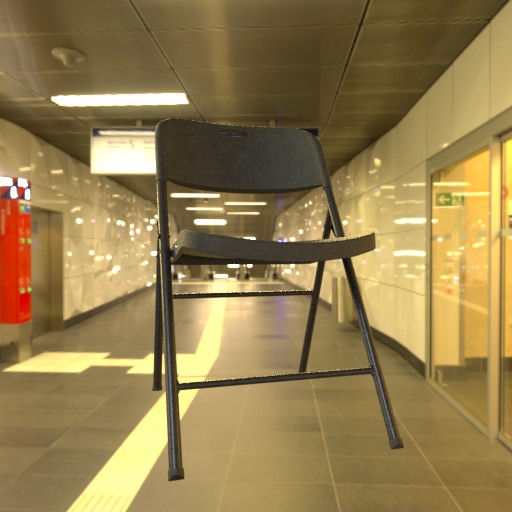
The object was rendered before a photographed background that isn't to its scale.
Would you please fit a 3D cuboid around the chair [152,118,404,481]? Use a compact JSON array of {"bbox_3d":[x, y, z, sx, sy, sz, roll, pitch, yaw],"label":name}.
[{"bbox_3d":[0.000,0.000,1.131,0.494,0.810,0.566,0,1,-16],"label":"chair"}]
